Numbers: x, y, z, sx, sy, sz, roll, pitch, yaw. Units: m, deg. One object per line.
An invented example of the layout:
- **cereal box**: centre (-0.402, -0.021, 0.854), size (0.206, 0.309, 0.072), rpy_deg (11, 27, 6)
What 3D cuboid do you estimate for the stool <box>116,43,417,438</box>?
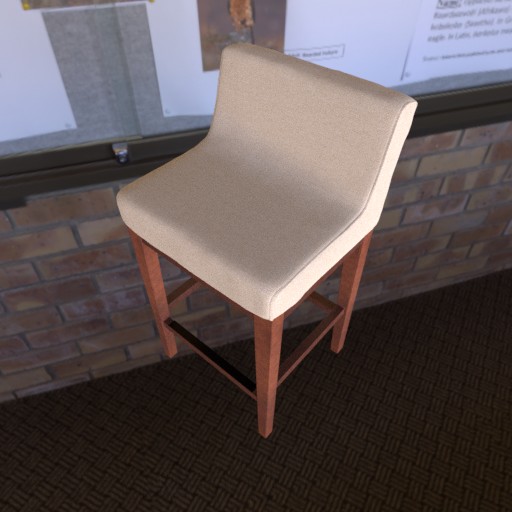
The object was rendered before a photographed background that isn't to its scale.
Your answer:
- **stool**: centre (0.000, 0.000, 1.242), size (0.511, 0.937, 0.500), rpy_deg (31, 53, 27)
